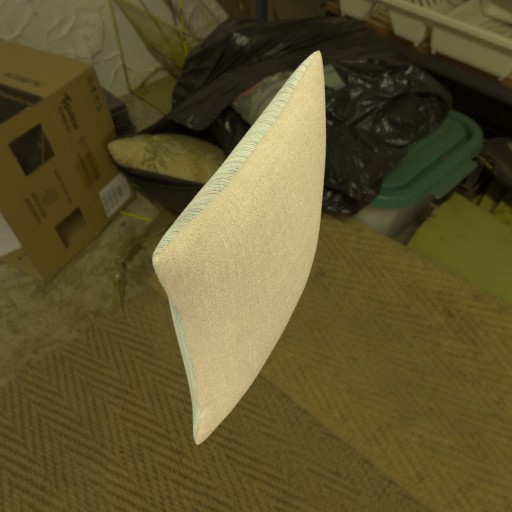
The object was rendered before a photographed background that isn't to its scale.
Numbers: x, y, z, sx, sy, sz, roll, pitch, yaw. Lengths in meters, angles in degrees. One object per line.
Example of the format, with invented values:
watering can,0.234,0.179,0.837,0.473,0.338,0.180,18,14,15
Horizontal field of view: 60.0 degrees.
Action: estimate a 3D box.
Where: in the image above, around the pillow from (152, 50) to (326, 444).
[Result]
pillow,0.000,0.000,0.766,0.178,0.506,0.512,18,51,16
